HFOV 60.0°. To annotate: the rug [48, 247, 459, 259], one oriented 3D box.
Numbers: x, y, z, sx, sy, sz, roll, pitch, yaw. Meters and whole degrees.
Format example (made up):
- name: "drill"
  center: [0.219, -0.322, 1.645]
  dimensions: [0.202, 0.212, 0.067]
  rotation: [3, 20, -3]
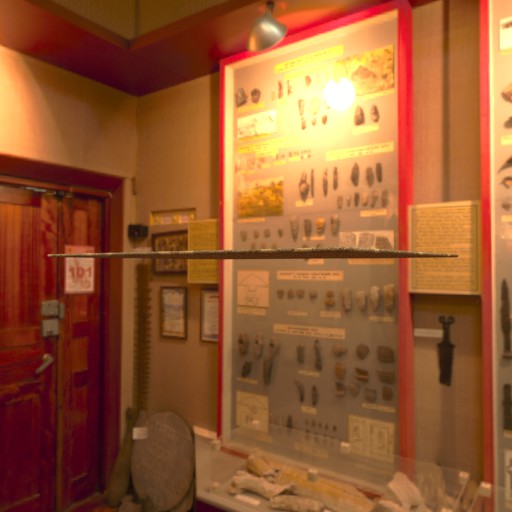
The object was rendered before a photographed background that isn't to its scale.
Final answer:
- name: "rug"
  center: [0.000, 0.000, 4.114]
  dimensions: [3.000, 0.026, 2.399]
  rotation: [-1, -1, 37]
